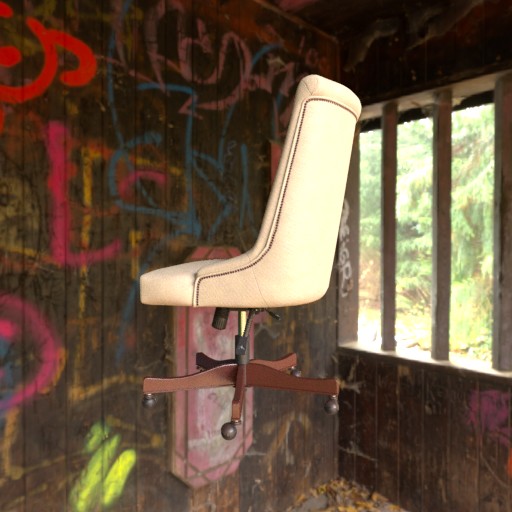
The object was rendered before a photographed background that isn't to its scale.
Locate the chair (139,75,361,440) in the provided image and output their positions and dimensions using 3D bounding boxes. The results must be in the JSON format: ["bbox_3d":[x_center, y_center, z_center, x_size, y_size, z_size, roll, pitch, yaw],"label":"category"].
[{"bbox_3d":[0.000,0.000,1.508,0.696,1.010,0.645,0,1,17],"label":"chair"}]
